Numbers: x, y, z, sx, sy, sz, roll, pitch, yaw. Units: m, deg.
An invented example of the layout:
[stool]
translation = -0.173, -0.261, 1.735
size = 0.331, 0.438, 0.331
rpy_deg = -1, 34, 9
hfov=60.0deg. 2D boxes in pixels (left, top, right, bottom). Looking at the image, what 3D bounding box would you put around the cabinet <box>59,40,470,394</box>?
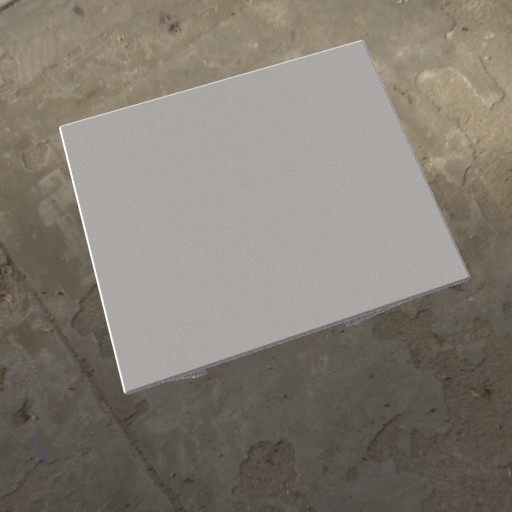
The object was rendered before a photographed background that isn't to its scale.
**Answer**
[cabinet]
translation = 0.000, 0.000, 1.024
size = 0.520, 0.723, 0.431
rpy_deg = -18, 77, -4
